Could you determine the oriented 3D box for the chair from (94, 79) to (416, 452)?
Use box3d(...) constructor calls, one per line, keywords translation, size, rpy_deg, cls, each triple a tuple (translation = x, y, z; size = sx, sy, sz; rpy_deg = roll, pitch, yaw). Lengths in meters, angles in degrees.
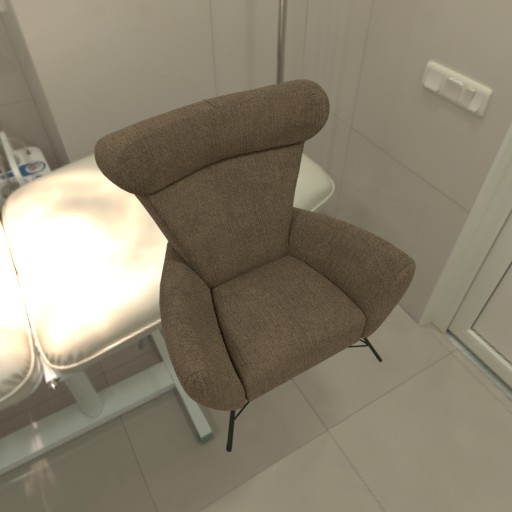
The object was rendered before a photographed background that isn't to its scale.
box3d(translation=(0.000, 0.000, 1.787), size=(0.980, 1.040, 0.900), rpy_deg=(-23, 51, -20), cls="chair")
